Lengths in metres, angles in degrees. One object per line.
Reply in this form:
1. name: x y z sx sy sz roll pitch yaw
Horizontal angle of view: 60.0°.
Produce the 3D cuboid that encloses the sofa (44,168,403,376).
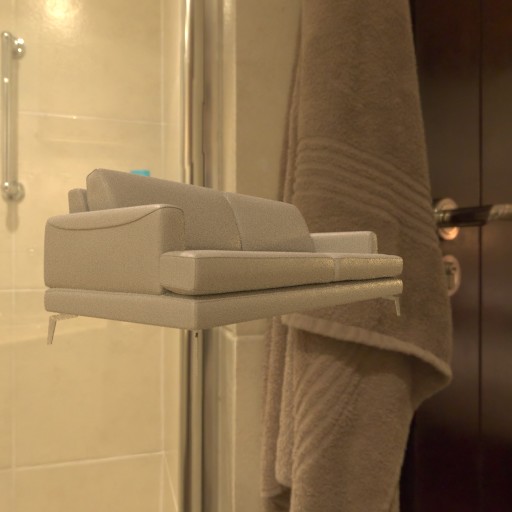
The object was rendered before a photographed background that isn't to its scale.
1. sofa: 0.000 0.000 2.404 0.974 0.765 1.940 0 -1 37
